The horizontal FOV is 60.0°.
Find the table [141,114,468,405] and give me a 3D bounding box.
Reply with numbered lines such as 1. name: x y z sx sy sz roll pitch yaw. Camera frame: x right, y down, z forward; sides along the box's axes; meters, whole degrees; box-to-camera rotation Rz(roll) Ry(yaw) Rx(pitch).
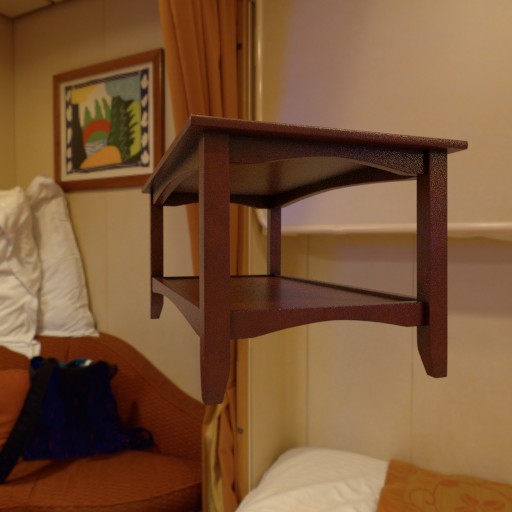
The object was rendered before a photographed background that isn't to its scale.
1. table: 0.000 0.000 1.207 0.533 0.456 0.943 0 1 -19
